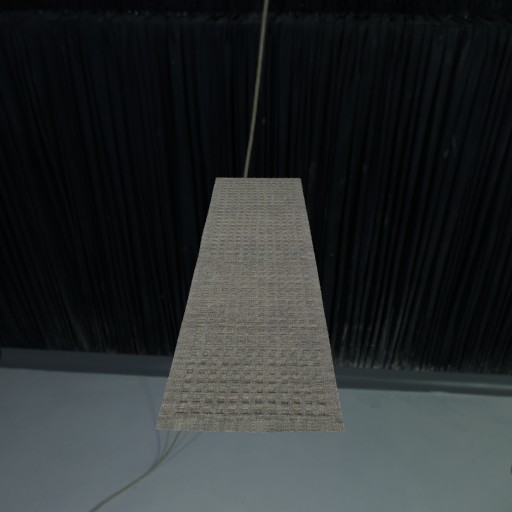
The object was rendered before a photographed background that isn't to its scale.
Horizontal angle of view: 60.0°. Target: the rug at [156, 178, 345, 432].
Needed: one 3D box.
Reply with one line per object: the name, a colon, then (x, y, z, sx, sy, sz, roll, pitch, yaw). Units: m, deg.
rug: (0.000, 0.000, 2.675, 0.706, 0.009, 2.443, 1, 32, 1)
